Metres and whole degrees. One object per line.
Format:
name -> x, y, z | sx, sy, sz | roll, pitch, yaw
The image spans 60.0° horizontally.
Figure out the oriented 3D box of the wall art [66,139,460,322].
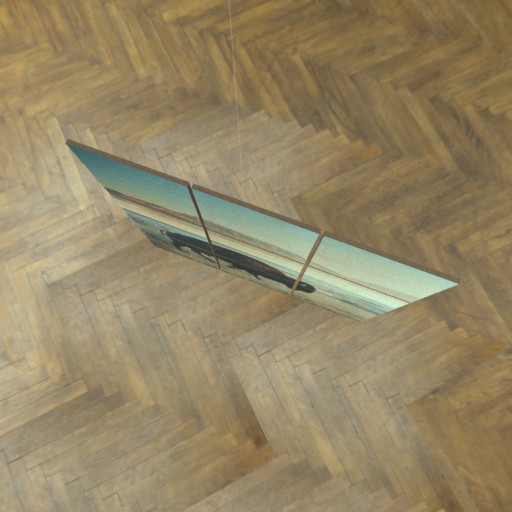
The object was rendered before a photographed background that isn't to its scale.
wall art -> 0.000, 0.000, 1.396 | 0.906, 0.904, 0.018 | 20, 77, 5
